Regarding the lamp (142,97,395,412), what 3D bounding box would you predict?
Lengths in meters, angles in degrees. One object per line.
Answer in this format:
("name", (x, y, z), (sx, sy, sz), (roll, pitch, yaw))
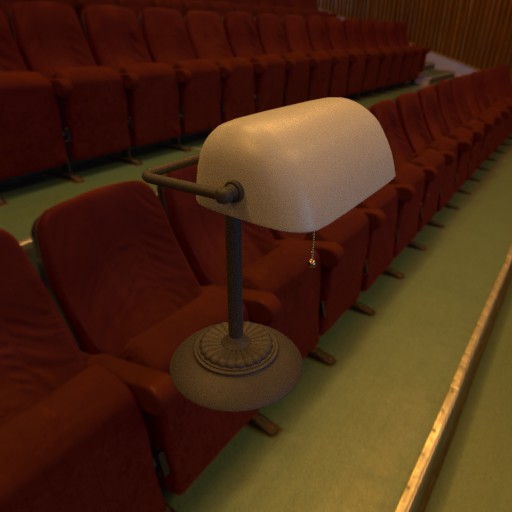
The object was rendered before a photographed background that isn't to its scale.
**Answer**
("lamp", (0.000, 0.000, 0.509), (0.243, 0.339, 0.264), (17, 31, 31))
